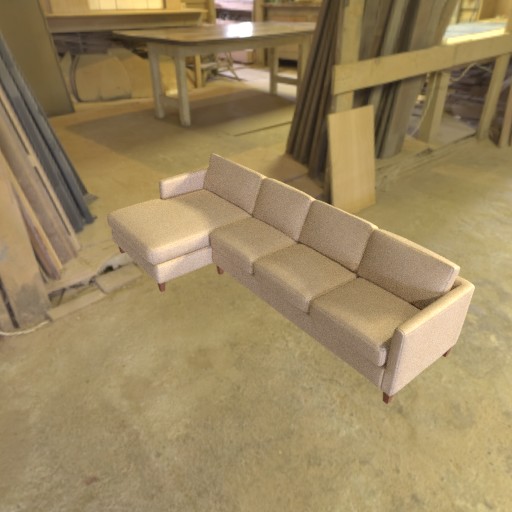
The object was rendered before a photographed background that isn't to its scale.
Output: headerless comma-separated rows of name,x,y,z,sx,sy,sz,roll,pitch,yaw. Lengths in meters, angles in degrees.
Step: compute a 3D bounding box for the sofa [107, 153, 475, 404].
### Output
sofa,0.000,0.000,3.932,1.502,0.876,3.201,-23,38,-32
